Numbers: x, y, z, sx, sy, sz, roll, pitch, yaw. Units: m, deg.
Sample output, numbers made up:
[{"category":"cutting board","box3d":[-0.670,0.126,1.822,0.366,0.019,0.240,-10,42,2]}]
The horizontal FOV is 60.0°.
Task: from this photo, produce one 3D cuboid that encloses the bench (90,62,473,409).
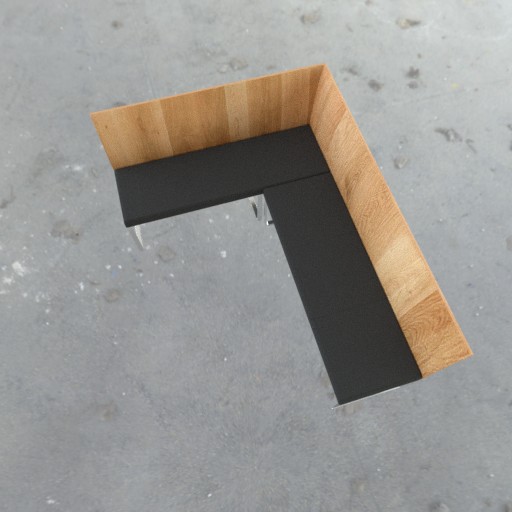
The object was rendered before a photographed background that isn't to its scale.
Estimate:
[{"category":"bench","box3d":[0.000,0.000,2.749,1.495,0.930,1.945,-15,65,-7]}]
